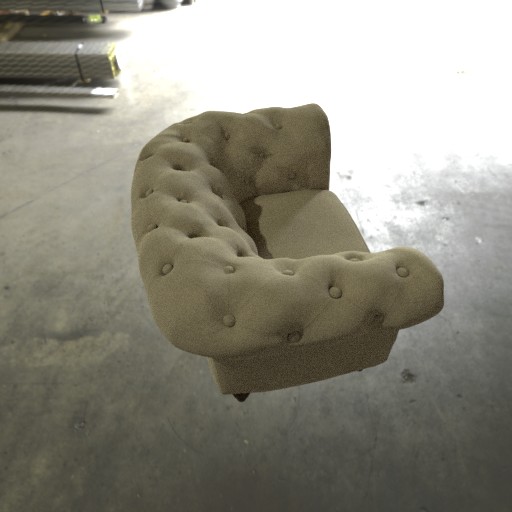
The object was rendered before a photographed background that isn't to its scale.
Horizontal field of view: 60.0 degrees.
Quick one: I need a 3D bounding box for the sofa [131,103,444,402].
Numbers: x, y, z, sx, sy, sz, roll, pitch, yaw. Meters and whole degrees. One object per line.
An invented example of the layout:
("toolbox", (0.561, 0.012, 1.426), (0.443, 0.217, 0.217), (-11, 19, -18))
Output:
("sofa", (0.000, 0.000, 2.074), (1.034, 0.878, 1.405), (-9, 46, -9))
